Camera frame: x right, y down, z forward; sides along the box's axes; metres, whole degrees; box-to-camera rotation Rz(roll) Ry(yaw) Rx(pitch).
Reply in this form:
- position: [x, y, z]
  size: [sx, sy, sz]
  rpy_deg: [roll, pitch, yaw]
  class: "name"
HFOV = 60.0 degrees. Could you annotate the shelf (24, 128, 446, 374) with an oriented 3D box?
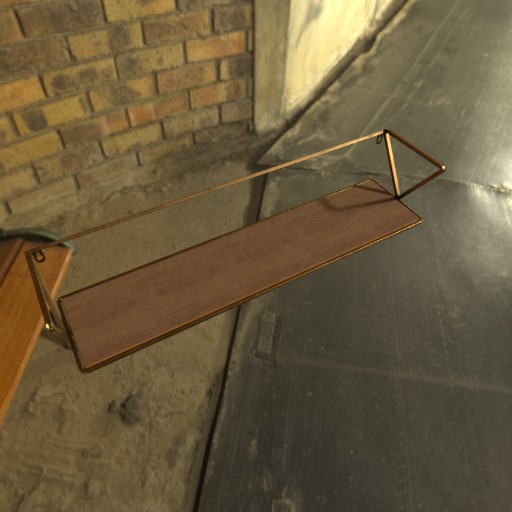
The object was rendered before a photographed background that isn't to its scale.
- position: [0.000, 0.000, 0.752]
  size: [0.645, 0.229, 0.150]
  rpy_deg: [-22, 50, -20]
  class: "shelf"
